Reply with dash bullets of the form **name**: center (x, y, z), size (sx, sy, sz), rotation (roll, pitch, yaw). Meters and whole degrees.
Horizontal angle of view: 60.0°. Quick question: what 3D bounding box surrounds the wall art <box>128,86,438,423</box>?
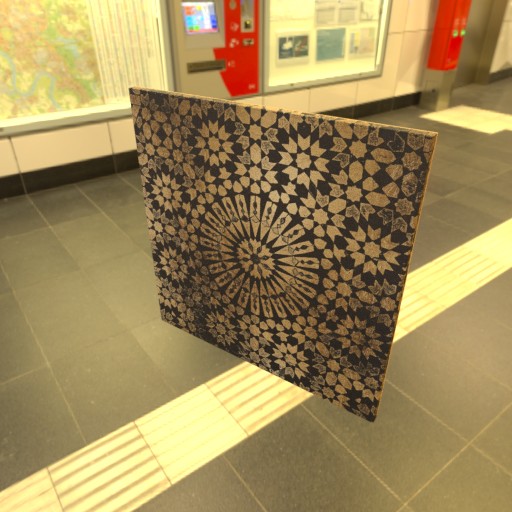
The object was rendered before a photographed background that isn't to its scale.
- **wall art**: center (0.000, 0.000, 1.389), size (0.914, 0.914, 0.038), rotation (19, 36, 28)
